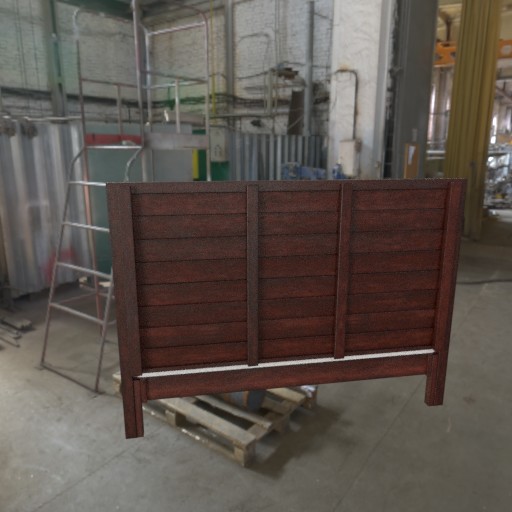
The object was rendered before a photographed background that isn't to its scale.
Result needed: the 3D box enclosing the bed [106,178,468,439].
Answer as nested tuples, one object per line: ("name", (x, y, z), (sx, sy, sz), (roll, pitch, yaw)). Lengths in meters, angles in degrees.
("bed", (0.000, 0.000, 3.904), (2.040, 1.492, 2.803), (-2, 14, -10))
